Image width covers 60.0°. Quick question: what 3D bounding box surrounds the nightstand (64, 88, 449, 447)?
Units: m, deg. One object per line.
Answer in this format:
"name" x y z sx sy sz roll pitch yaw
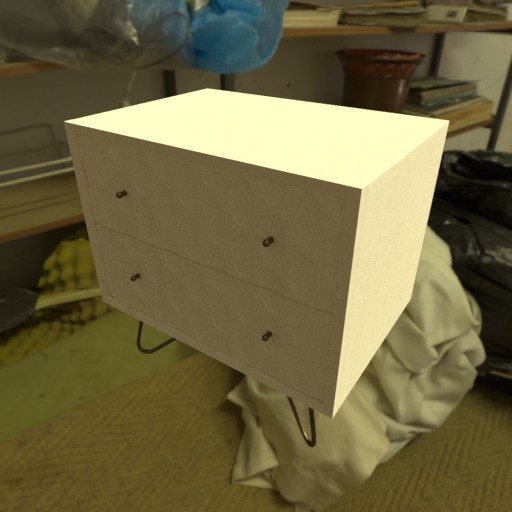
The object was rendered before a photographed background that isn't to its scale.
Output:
"nightstand" 0.000 0.000 1.011 0.614 0.604 0.447 19 35 29
